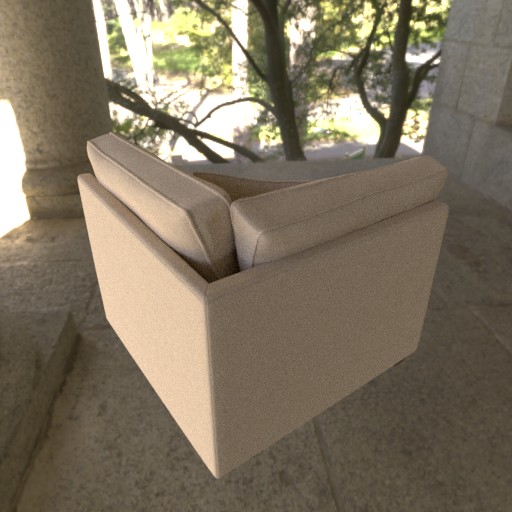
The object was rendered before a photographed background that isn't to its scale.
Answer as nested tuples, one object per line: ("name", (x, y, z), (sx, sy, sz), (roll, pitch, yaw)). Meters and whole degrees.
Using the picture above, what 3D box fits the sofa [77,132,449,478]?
("sofa", (0.000, 0.000, 1.824), (1.050, 0.937, 1.042), (-19, 34, -31))
